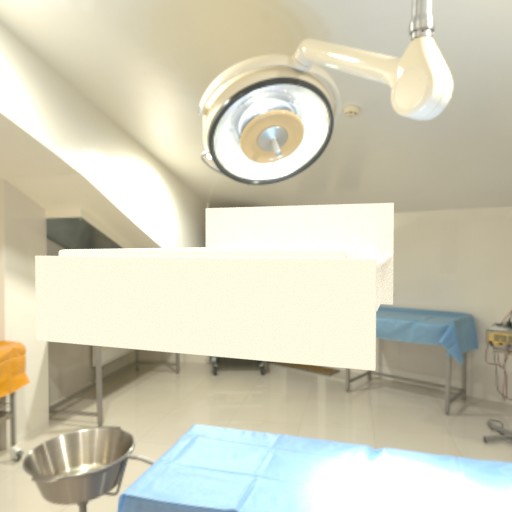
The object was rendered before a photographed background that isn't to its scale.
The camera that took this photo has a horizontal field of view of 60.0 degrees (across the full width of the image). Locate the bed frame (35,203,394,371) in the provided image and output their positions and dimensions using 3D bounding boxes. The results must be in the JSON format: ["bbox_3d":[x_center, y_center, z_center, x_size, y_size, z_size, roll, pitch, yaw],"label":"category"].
[{"bbox_3d":[0.000,0.000,2.841,1.622,0.800,1.960,1,2,19],"label":"bed frame"}]
